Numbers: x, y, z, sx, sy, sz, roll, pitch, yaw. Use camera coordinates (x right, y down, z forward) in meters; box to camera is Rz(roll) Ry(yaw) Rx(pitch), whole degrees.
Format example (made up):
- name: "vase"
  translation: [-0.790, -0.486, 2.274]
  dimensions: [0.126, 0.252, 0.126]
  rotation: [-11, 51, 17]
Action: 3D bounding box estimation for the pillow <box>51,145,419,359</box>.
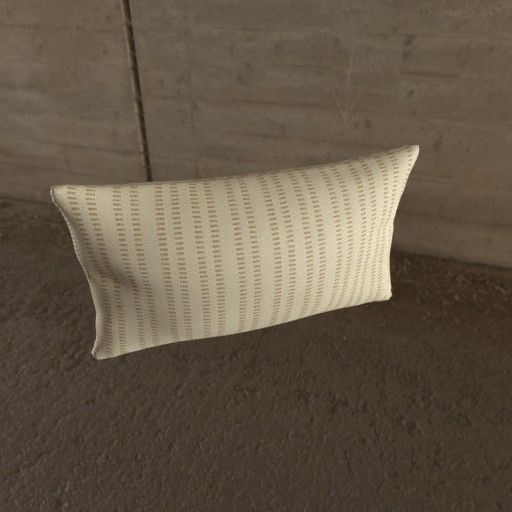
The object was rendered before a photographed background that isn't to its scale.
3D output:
- name: "pillow"
  translation: [0.000, 0.000, 0.816]
  dimensions: [0.640, 0.353, 0.210]
  rotation: [-10, 33, -15]
